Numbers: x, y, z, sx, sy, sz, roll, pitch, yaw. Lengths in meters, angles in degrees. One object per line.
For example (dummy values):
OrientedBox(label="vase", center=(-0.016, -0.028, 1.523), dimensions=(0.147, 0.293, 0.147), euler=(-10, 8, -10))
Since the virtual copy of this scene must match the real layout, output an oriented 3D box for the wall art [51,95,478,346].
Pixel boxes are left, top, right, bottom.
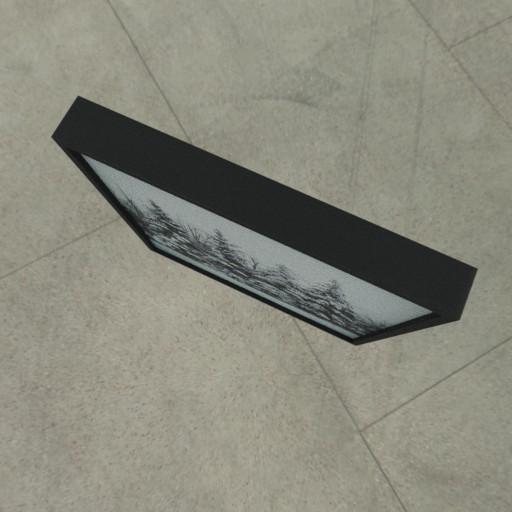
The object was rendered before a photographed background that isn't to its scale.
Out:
OrientedBox(label="wall art", center=(0.000, 0.000, 0.451), dimensions=(0.305, 0.305, 0.037), euler=(24, 77, 6))
